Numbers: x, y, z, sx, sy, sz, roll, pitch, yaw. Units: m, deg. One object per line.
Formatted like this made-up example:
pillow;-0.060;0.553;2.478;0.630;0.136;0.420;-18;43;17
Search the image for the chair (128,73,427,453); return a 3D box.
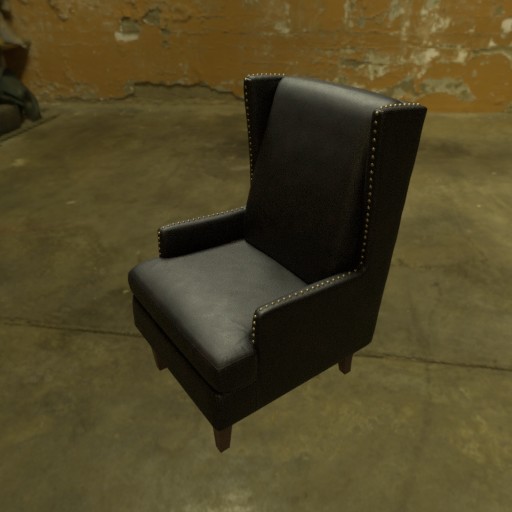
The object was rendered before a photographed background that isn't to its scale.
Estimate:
chair;0.000;0.000;1.647;0.799;1.142;0.703;-21;37;-30
